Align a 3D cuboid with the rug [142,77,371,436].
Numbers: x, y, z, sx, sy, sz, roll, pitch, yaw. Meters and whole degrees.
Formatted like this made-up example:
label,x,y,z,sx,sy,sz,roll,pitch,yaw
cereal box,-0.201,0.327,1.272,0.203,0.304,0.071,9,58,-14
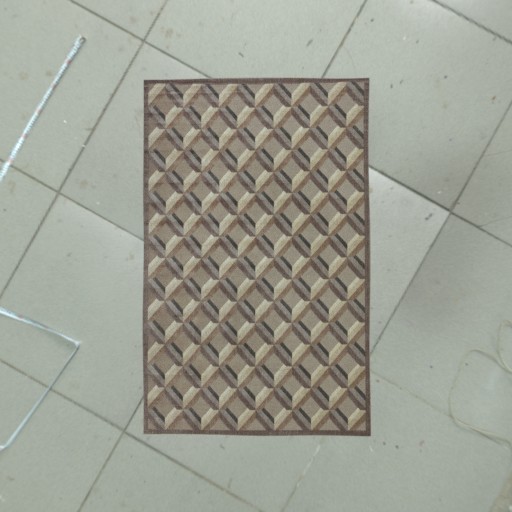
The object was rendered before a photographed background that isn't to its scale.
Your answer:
label,x,y,z,sx,sy,sz,roll,pitch,yaw
rug,0.000,0.000,2.075,1.066,0.011,1.677,0,89,1
